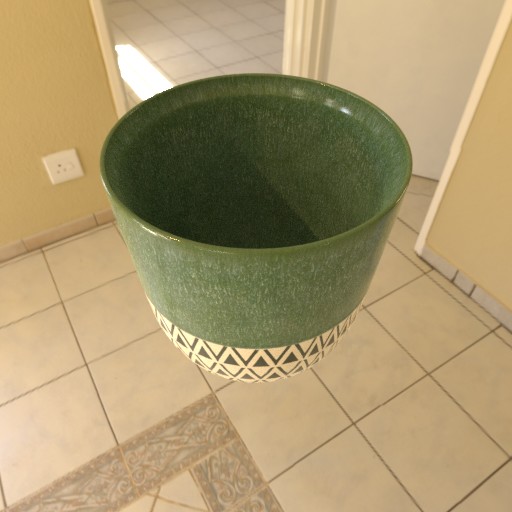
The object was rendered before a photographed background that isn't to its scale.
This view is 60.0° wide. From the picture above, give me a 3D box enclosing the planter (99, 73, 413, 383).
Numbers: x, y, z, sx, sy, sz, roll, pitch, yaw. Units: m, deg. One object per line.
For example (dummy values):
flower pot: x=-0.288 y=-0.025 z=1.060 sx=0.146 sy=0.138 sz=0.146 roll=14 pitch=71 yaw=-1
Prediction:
planter: x=0.000 y=0.000 z=0.360 sx=0.195 sy=0.214 sz=0.195 roll=0 pitch=47 yaw=0
